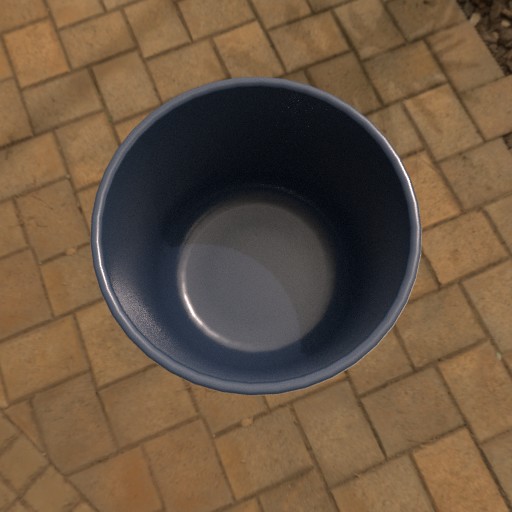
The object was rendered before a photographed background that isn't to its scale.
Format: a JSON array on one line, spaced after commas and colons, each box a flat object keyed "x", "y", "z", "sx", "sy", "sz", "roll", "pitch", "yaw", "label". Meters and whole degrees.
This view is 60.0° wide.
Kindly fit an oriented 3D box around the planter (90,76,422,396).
[{"x": 0.000, "y": 0.000, "z": 0.395, "sx": 0.224, "sy": 0.203, "sz": 0.224, "roll": 0, "pitch": 77, "yaw": 0, "label": "planter"}]
